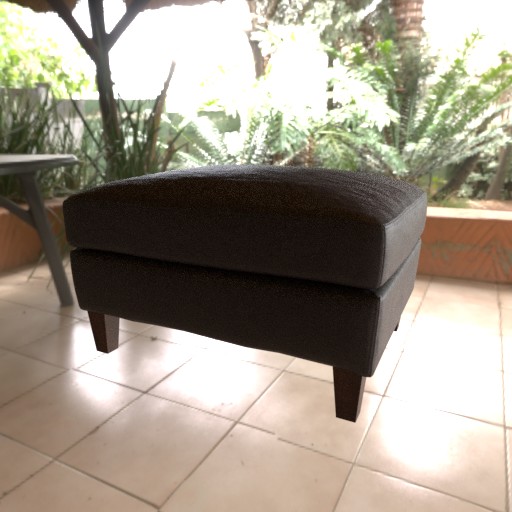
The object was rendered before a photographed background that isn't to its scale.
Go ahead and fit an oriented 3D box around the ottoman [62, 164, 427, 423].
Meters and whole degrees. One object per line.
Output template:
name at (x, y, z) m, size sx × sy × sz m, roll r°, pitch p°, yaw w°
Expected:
ottoman at (0.000, 0.000, 1.305) m, size 0.887 × 0.529 × 0.659 m, roll 7°, pitch 16°, yaw 26°
